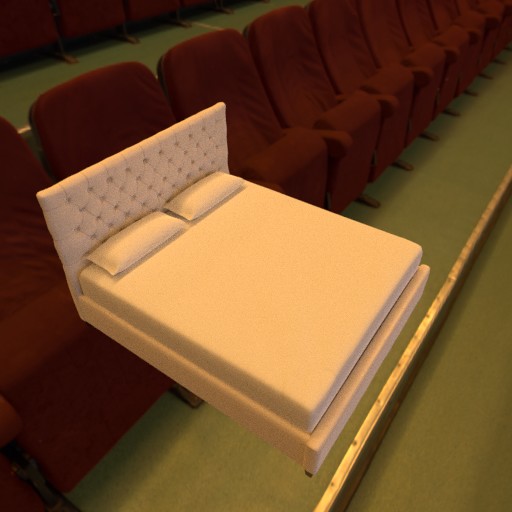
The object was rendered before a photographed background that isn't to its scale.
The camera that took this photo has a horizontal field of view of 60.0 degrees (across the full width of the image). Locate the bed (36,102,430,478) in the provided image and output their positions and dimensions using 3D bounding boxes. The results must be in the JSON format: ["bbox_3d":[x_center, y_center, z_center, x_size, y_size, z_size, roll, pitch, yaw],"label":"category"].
[{"bbox_3d":[0.000,0.000,3.663,2.387,1.427,2.078,25,46,26],"label":"bed"}]
